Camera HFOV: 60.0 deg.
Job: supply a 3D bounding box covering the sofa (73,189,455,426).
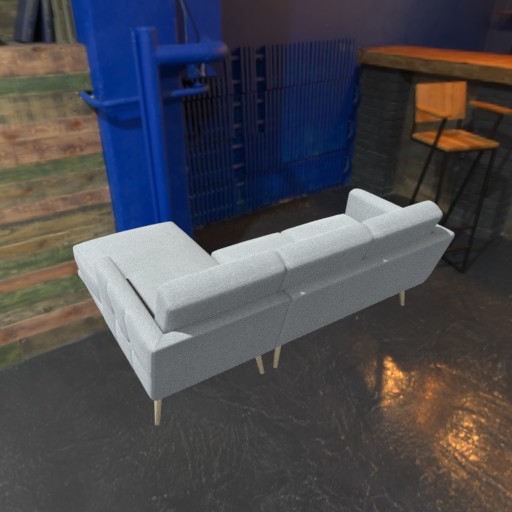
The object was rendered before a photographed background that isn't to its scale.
[{"bbox_3d":[0.000,0.000,2.951,2.040,0.860,1.530,-18,35,-28],"label":"sofa"}]
